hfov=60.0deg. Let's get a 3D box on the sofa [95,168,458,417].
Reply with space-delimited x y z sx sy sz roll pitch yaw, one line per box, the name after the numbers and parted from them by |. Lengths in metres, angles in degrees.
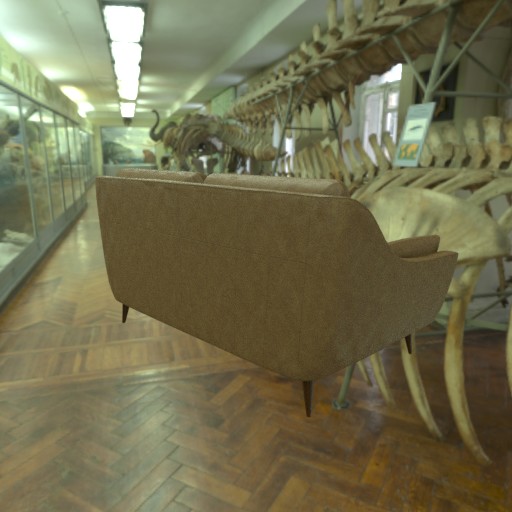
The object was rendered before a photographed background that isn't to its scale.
0.000 0.000 2.325 1.731 0.886 0.981 13 18 42 | sofa
